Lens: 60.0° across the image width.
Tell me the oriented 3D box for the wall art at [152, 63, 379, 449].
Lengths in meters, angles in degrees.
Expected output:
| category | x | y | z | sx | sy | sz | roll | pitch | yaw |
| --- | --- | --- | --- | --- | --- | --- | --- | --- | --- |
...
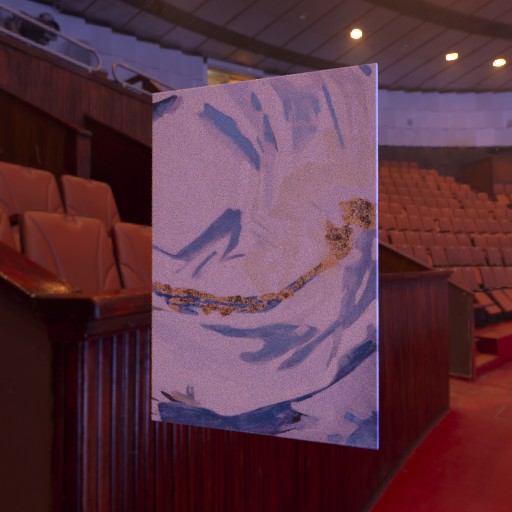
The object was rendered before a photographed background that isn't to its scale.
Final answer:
| category | x | y | z | sx | sy | sz | roll | pitch | yaw |
| --- | --- | --- | --- | --- | --- | --- | --- | --- | --- |
| wall art | 0.000 | 0.000 | 1.147 | 0.610 | 0.914 | 0.016 | 0 | -1 | 18 |
